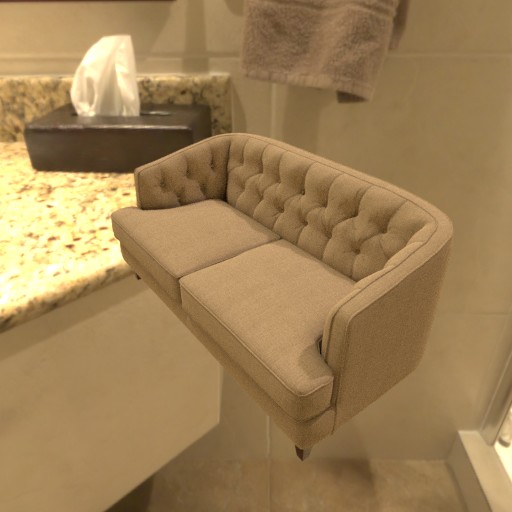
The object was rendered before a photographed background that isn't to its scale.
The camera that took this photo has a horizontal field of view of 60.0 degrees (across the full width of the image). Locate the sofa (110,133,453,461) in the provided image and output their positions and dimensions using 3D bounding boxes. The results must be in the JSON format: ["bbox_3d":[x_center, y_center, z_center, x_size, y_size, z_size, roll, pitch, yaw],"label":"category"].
[{"bbox_3d":[0.000,0.000,2.282,0.941,0.855,1.733,-21,37,-31],"label":"sofa"}]
